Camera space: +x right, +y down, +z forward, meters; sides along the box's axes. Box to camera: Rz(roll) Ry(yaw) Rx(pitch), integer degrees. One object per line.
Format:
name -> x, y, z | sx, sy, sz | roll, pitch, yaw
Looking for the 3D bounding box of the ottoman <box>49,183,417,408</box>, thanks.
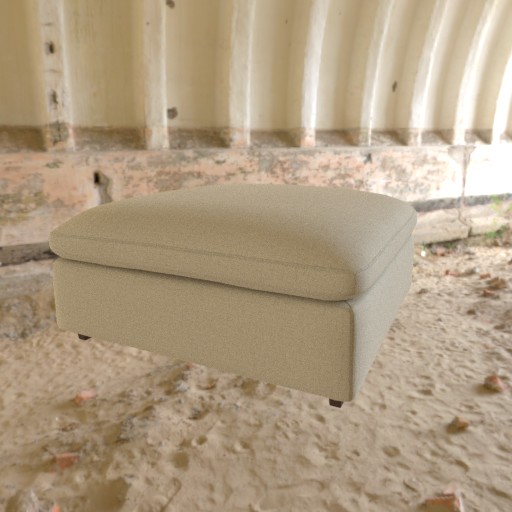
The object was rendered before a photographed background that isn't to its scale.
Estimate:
ottoman -> 0.000, 0.000, 1.563 | 0.977, 0.467, 0.996 | 7, 16, 25
